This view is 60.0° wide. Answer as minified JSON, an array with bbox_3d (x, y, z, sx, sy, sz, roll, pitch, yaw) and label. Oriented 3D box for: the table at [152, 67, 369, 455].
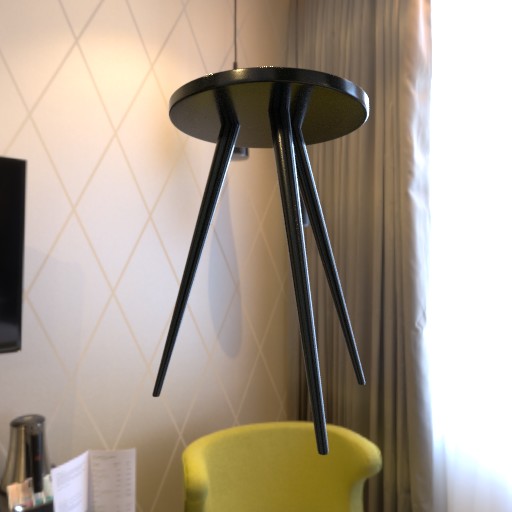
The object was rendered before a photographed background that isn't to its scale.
[{"bbox_3d":[0.000,0.000,0.834,0.415,0.548,0.403,0,-2,18],"label":"table"}]
